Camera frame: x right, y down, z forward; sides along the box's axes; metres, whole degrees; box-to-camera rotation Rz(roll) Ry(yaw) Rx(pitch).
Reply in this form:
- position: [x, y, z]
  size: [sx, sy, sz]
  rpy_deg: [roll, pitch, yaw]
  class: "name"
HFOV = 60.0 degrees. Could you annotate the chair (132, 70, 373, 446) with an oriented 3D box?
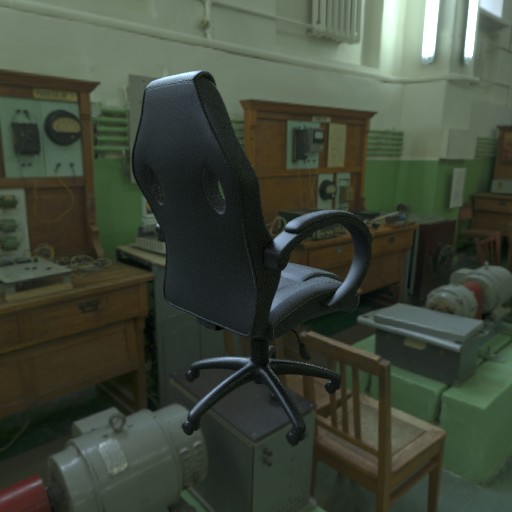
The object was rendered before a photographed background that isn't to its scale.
- position: [0.000, 0.000, 1.641]
  size: [0.724, 1.187, 0.673]
  rpy_deg: [-12, 18, -42]
  class: "chair"
